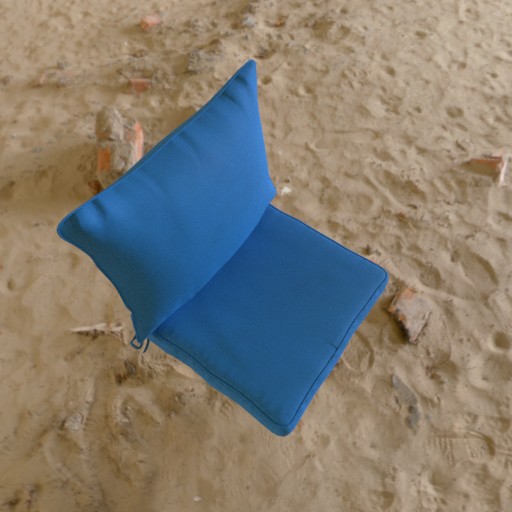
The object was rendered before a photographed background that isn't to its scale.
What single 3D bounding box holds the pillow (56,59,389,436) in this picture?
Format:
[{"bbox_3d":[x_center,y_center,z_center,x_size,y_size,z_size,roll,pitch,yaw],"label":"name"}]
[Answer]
[{"bbox_3d":[0.000,0.000,1.377,0.733,0.725,0.798,32,64,18],"label":"pillow"}]
